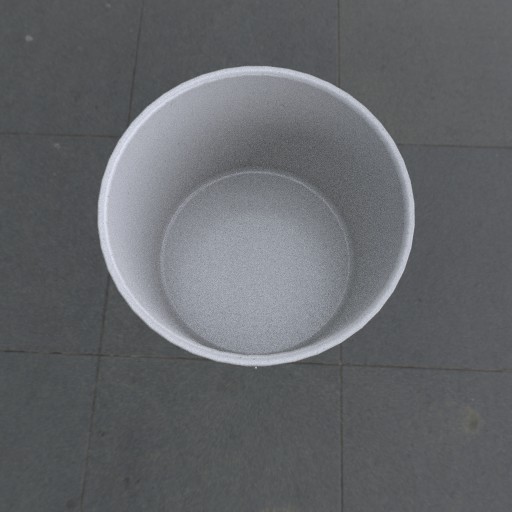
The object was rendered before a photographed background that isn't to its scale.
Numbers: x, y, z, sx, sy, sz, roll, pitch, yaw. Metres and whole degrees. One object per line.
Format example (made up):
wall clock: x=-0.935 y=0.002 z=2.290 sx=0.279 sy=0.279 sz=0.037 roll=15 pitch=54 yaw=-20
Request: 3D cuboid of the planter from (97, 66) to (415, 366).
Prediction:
planter: x=0.000 y=0.000 z=0.389 sx=0.188 sy=0.260 sz=0.188 roll=0 pitch=76 yaw=0
